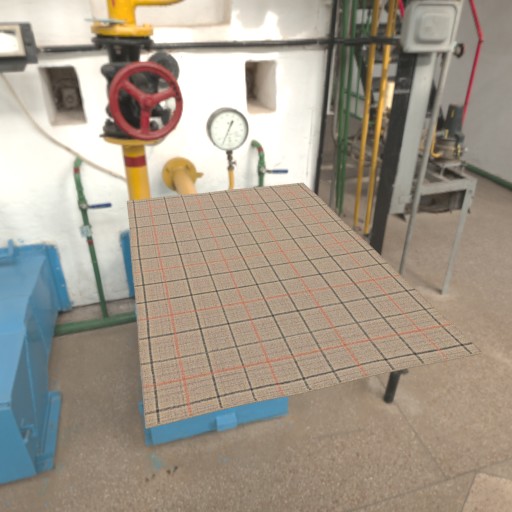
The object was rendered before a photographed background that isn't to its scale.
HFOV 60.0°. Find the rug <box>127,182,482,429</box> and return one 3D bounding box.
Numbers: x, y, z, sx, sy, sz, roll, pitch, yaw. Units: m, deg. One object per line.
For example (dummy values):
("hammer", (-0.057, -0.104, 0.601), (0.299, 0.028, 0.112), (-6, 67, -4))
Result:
("rug", (0.000, 0.000, 2.254), (1.220, 0.013, 1.829), (-8, 31, -14))
